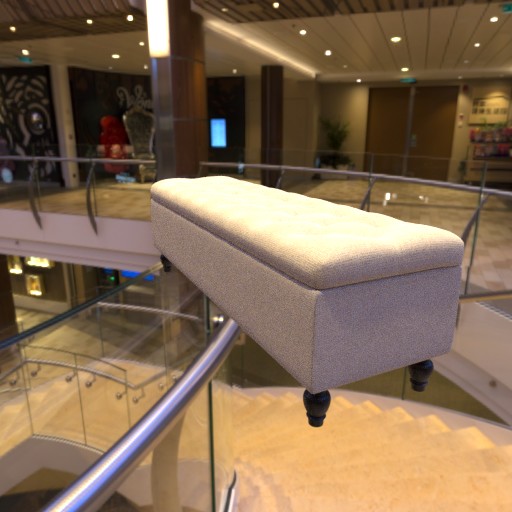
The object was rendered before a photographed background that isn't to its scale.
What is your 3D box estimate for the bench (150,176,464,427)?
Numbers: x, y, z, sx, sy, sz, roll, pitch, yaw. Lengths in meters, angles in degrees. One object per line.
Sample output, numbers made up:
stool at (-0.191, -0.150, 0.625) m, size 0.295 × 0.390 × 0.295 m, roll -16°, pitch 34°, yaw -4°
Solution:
bench at (0.000, 0.000, 1.691) m, size 0.455 × 0.467 × 1.480 m, roll -8°, pitch 18°, yaw -25°
